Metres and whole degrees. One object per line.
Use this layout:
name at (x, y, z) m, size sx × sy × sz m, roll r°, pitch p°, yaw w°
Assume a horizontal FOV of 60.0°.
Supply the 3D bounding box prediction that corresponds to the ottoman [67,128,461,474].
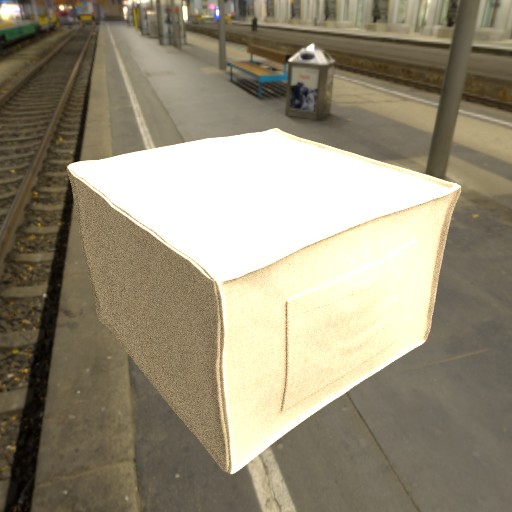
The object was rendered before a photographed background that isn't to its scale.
ottoman at (0.000, 0.000, 1.144) m, size 0.707 × 0.470 × 0.696 m, roll -21°, pitch 35°, yaw -33°
